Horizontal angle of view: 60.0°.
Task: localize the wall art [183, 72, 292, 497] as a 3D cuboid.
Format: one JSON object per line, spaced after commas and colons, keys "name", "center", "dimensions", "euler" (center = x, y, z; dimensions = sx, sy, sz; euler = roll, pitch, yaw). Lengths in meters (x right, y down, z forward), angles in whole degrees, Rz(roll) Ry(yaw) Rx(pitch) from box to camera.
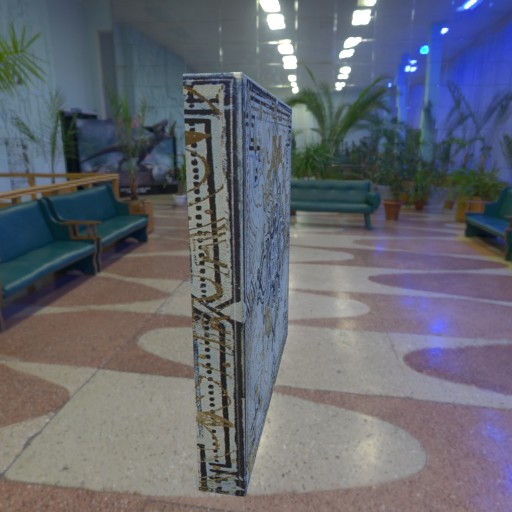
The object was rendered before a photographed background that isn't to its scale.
{"name": "wall art", "center": [0.000, 0.000, 0.450], "dimensions": [0.038, 0.306, 0.302], "euler": [3, 15, 10]}
